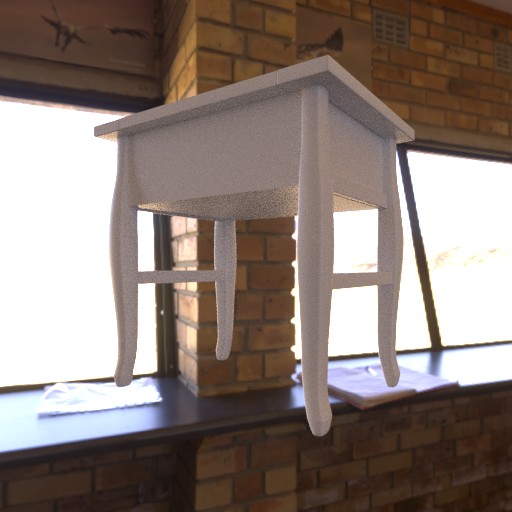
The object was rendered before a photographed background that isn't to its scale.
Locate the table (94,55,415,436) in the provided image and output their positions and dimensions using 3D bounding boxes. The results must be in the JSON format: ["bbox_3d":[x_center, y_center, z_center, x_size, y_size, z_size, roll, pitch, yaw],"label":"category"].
[{"bbox_3d":[0.000,0.000,1.033,0.599,0.605,0.463,-1,-2,35],"label":"table"}]
